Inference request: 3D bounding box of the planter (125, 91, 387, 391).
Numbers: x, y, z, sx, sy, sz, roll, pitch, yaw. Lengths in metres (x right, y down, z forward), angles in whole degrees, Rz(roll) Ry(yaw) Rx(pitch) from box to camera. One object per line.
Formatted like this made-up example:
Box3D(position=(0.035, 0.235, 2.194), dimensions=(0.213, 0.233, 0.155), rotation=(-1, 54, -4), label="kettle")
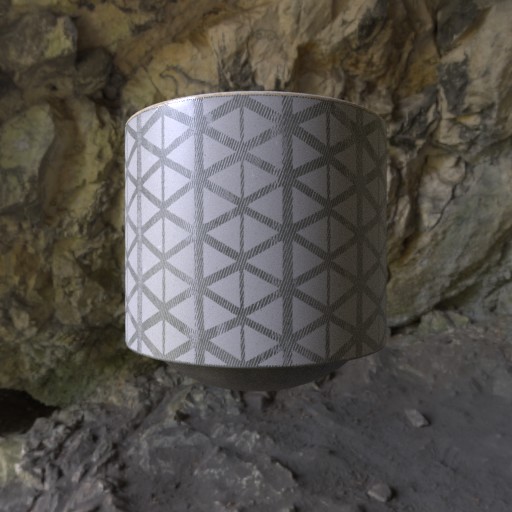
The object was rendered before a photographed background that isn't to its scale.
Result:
Box3D(position=(0.000, 0.000, 0.336), dimensions=(0.190, 0.181, 0.190), rotation=(0, 0, 0), label="planter")
